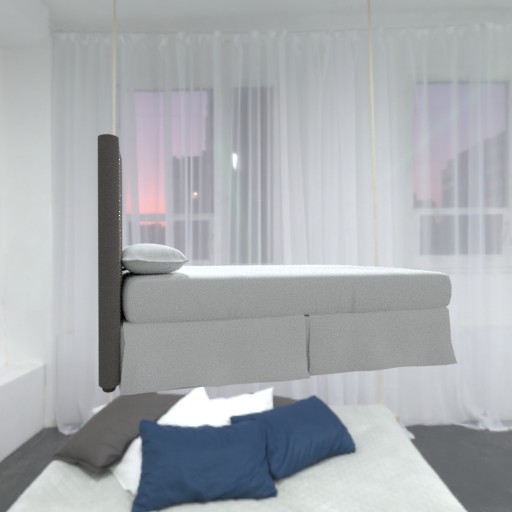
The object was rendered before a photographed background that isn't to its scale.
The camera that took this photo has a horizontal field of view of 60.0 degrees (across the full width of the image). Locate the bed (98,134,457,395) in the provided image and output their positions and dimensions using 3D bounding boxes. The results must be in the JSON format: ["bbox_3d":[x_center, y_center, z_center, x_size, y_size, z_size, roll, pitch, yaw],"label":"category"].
[{"bbox_3d":[0.000,0.000,3.422,2.282,1.436,1.821,0,1,-19],"label":"bed"}]
